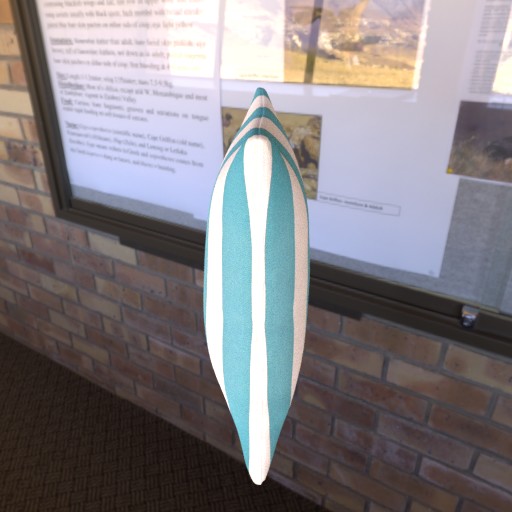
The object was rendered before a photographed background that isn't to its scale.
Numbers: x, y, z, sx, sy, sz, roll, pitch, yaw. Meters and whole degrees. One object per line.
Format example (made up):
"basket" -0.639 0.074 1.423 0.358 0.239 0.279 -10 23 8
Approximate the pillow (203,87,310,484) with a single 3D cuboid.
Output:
"pillow" 0.000 0.000 0.803 0.189 0.526 0.536 0 27 0
